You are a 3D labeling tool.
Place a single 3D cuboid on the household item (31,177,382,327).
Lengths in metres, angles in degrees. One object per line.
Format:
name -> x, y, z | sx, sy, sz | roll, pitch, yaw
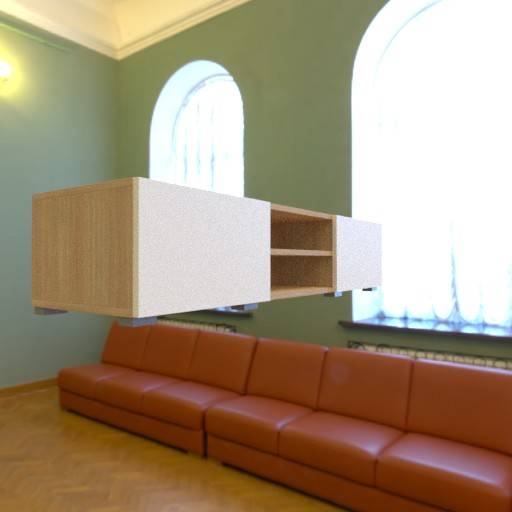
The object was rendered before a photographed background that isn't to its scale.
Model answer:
household item -> 0.000, 0.000, 1.590 | 0.420, 0.310, 1.400 | 0, -1, 36
